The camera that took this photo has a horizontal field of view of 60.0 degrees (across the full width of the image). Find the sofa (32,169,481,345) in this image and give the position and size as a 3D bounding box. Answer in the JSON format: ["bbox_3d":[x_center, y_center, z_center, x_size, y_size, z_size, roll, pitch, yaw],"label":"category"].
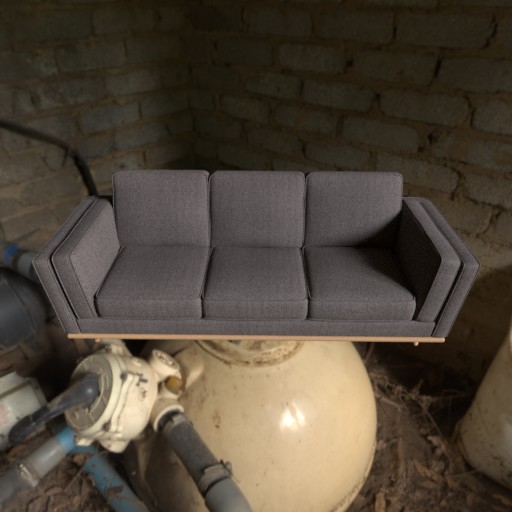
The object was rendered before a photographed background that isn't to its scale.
[{"bbox_3d":[0.000,0.000,2.792,2.362,0.899,0.903,0,31,1],"label":"sofa"}]
